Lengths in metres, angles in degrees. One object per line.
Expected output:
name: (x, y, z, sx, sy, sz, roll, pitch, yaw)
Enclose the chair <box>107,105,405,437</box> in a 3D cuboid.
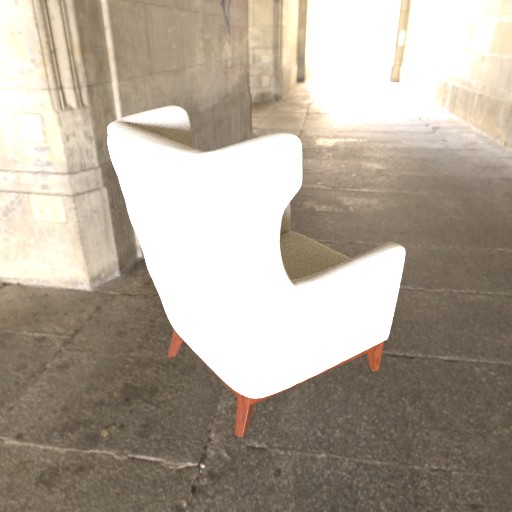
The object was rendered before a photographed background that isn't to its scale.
chair: (0.000, 0.000, 1.735, 0.899, 1.079, 0.778, -18, 32, -32)
